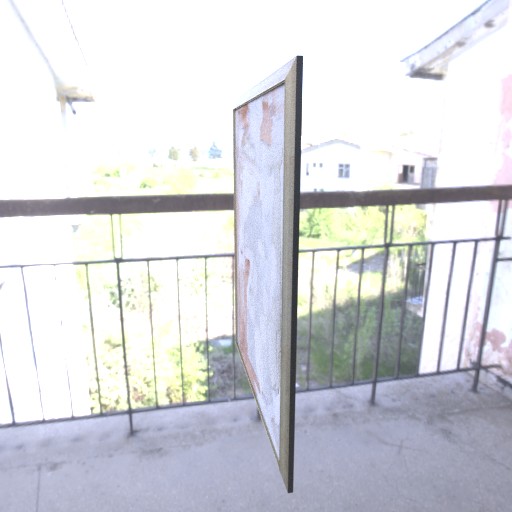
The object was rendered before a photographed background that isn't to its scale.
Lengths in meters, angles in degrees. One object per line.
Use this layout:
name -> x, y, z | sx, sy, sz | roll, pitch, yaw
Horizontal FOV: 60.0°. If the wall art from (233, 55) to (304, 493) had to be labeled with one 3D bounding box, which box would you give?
wall art -> 0.000, 0.000, 0.908 | 0.018, 0.660, 0.559 | -3, 14, -11
